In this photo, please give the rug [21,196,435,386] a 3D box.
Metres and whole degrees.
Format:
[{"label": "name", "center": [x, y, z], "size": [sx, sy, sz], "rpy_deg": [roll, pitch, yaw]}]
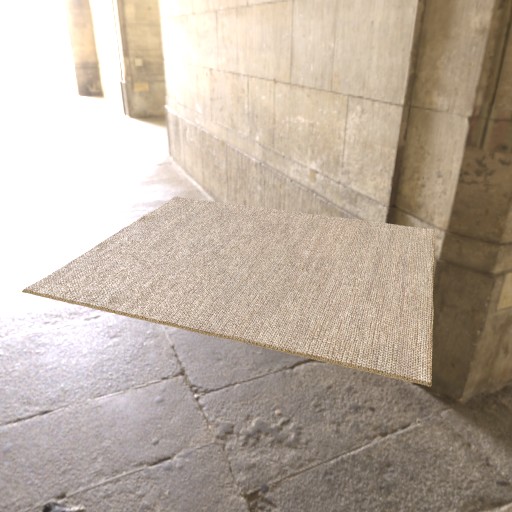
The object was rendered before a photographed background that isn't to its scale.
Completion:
[{"label": "rug", "center": [0.000, 0.000, 4.030], "size": [3.052, 0.030, 2.429], "rpy_deg": [9, 28, 18]}]
